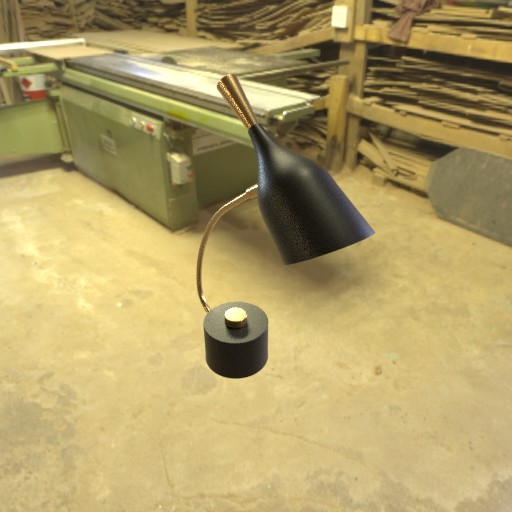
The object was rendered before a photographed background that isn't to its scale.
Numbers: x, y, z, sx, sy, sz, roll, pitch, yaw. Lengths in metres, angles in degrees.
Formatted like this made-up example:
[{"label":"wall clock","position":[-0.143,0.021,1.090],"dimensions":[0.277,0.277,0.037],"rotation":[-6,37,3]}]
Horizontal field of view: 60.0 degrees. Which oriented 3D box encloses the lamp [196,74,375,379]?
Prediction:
[{"label":"lamp","position":[0.000,0.000,0.621],"dimensions":[0.110,0.464,0.352],"rotation":[-22,38,-31]}]
